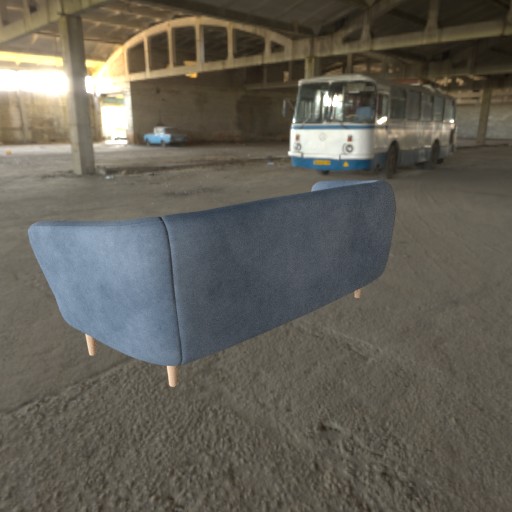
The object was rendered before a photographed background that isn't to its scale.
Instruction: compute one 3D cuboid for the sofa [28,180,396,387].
[{"bbox_3d":[0.000,0.000,2.494,2.095,0.795,0.849,-16,23,-42],"label":"sofa"}]
